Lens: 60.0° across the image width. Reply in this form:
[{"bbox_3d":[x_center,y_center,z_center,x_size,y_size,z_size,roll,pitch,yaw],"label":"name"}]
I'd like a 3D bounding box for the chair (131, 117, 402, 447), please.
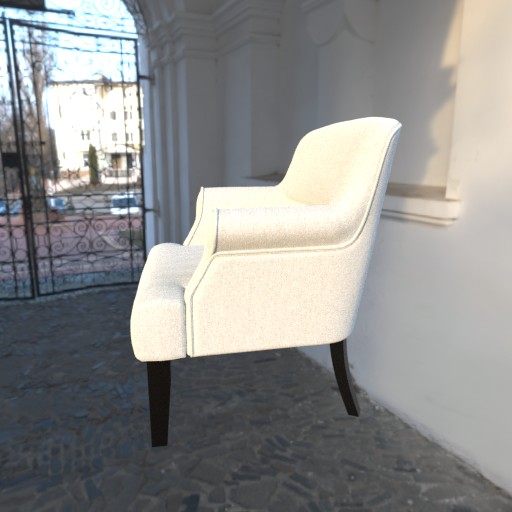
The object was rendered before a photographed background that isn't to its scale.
[{"bbox_3d":[0.000,0.000,1.473,0.750,0.875,0.781,-2,13,-9],"label":"chair"}]
